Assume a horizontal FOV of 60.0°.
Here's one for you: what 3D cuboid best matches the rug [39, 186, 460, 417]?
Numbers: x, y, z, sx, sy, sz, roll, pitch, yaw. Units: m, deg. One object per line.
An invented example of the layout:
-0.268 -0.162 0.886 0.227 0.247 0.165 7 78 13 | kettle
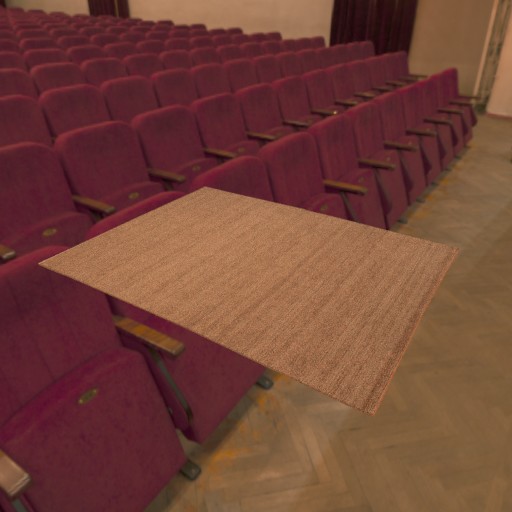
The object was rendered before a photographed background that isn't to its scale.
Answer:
0.000 0.000 4.950 3.778 0.053 2.873 18 34 29 | rug
